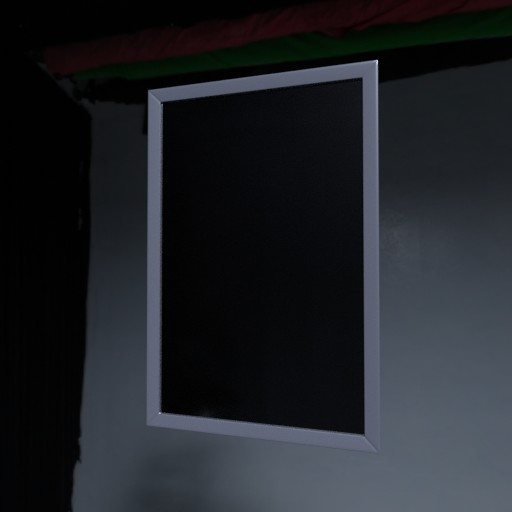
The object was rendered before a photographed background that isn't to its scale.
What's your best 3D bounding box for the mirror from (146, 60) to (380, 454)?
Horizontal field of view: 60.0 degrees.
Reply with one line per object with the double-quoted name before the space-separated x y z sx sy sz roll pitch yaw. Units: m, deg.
"mirror" 0.000 0.000 1.138 0.609 0.915 0.040 0 -1 17
